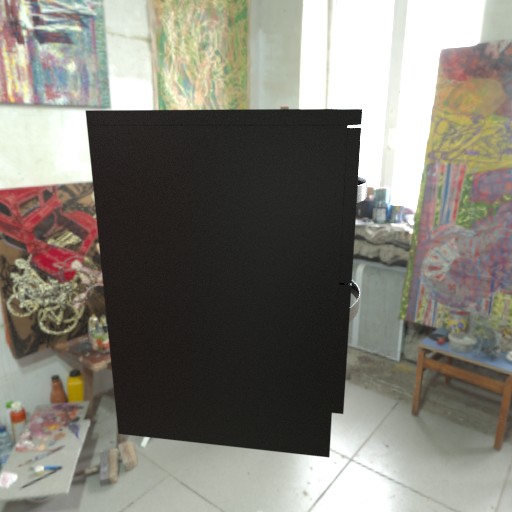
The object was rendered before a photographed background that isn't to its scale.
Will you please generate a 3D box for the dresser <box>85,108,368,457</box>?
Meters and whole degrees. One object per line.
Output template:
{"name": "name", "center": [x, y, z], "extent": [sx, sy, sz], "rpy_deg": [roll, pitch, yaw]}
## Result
{"name": "dresser", "center": [0.000, 0.000, 0.772], "extent": [0.360, 0.470, 0.400], "rpy_deg": [3, 16, 9]}
